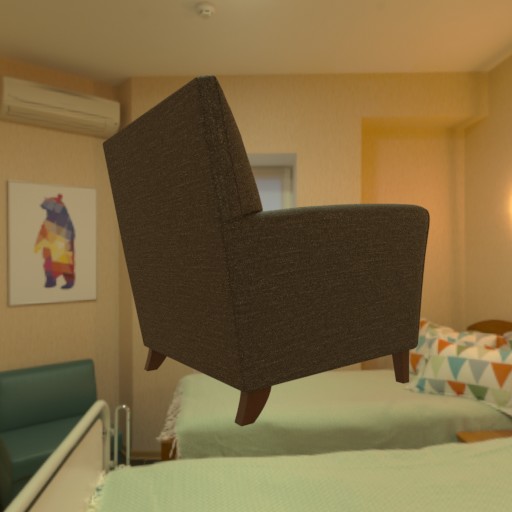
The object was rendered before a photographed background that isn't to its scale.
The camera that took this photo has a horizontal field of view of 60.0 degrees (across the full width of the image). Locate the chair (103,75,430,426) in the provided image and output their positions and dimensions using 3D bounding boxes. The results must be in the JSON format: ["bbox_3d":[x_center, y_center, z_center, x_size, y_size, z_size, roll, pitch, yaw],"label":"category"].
[{"bbox_3d":[0.000,0.000,1.603,0.875,0.885,0.838,0,0,-35],"label":"chair"}]
